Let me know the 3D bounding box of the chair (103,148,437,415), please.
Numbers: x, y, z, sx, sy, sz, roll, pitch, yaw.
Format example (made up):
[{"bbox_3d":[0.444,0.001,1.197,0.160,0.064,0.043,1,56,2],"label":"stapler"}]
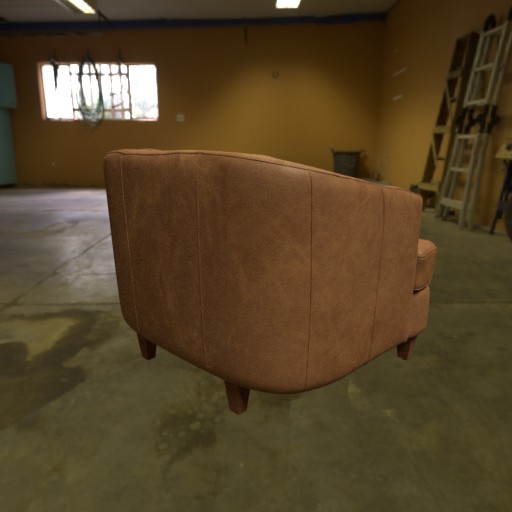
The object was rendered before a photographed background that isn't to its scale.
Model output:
[{"bbox_3d":[0.000,0.000,1.771,1.119,0.836,0.911,14,20,43],"label":"chair"}]
